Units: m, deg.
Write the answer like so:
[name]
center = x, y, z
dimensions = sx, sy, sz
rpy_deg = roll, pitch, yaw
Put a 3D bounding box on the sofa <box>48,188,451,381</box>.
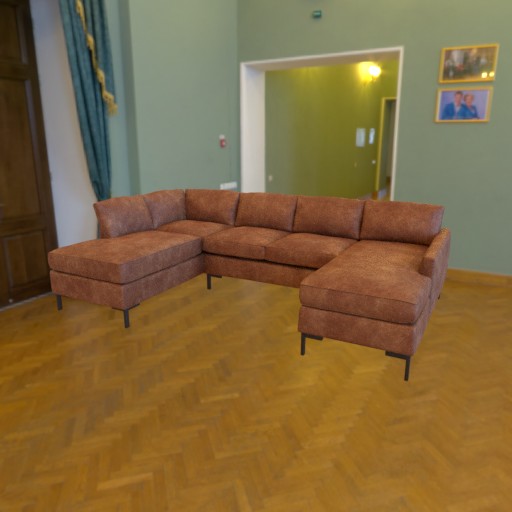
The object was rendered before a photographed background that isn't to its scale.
[sofa]
center = 0.000, 0.000, 3.858
dimensions = 2.956, 0.900, 1.939
rpy_deg = 8, 17, 27
